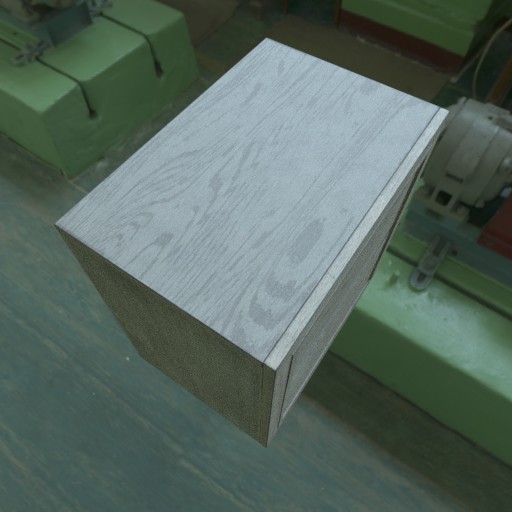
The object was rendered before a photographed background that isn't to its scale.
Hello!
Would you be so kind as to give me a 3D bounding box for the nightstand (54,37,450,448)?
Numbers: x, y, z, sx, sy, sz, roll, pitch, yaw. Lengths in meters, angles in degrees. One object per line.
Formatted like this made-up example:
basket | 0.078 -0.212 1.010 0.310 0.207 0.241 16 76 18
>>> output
nightstand | 0.000 0.000 1.068 0.483 0.673 0.612 30 63 17
